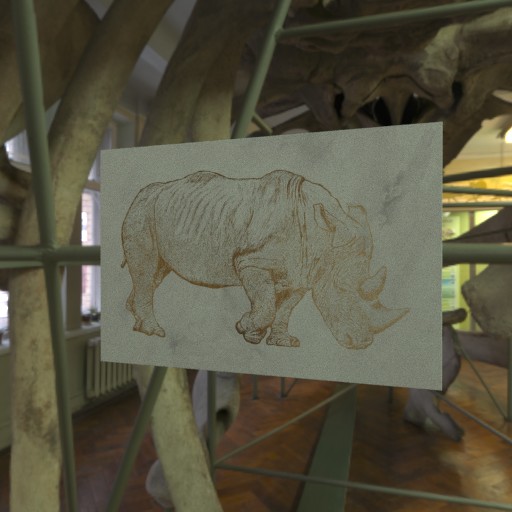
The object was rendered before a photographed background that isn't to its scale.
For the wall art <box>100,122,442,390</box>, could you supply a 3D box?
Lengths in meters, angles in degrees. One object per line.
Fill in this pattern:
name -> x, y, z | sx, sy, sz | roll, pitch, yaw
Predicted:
wall art -> 0.000, 0.000, 0.494 | 0.381, 0.254, 0.038 | 0, 0, 18
